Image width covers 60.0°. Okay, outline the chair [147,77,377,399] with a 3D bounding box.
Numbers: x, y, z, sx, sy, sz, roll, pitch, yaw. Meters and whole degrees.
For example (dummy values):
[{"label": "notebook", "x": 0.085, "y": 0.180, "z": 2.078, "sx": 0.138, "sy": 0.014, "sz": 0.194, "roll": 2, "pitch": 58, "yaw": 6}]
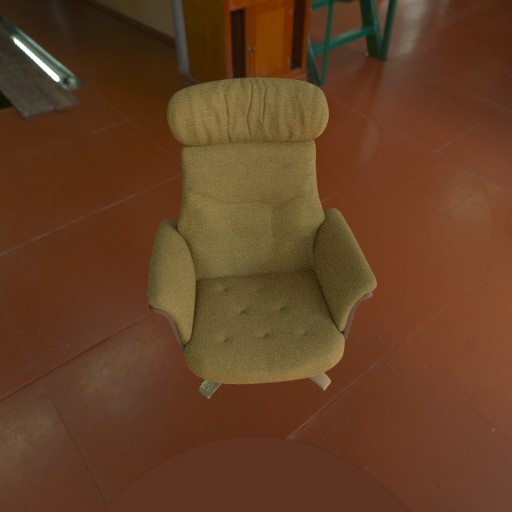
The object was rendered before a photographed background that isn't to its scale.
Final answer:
[{"label": "chair", "x": 0.000, "y": 0.000, "z": 1.625, "sx": 0.785, "sy": 0.995, "sz": 0.837, "roll": -4, "pitch": 46, "yaw": -3}]
